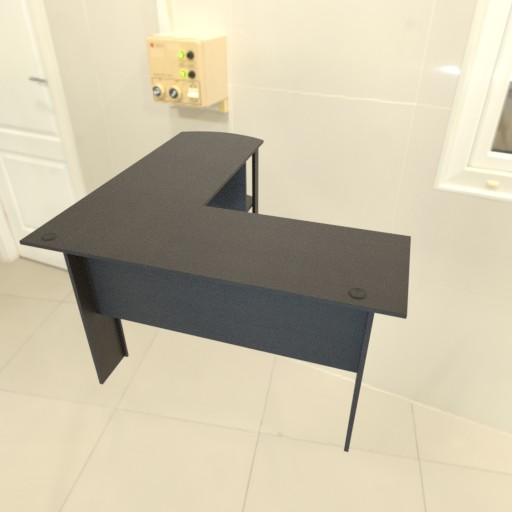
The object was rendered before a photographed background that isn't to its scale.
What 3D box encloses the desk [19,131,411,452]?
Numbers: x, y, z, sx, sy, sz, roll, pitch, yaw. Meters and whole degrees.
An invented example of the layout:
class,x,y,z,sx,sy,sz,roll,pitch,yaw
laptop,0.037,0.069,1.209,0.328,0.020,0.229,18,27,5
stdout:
class,x,y,z,sx,sy,sz,roll,pitch,yaw
desk,0.000,0.000,2.119,1.303,0.716,1.361,10,34,15
